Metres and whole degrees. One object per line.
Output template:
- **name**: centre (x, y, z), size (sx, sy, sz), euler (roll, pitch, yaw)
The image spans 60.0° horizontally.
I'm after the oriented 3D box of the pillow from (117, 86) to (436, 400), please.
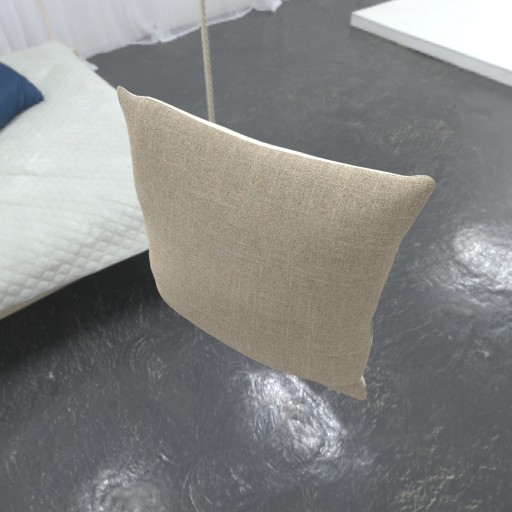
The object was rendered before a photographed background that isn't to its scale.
- **pillow**: centre (0.000, 0.000, 0.669), size (0.439, 0.440, 0.182), euler (24, 50, 21)
